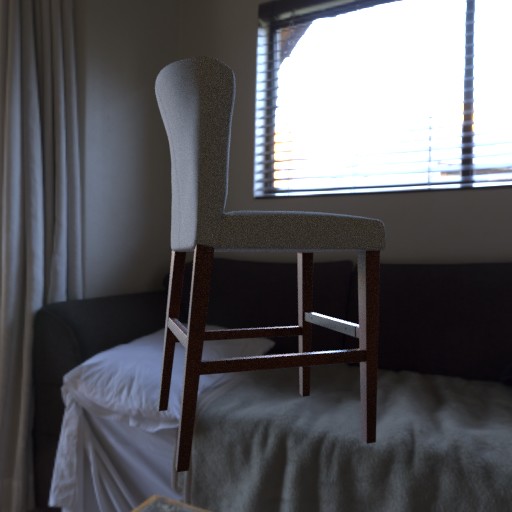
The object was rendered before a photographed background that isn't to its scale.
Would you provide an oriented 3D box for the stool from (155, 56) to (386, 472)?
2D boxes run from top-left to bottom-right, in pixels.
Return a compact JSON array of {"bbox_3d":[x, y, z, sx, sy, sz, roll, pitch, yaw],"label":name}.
[{"bbox_3d":[0.000,0.000,1.277,0.568,0.968,0.479,0,0,-18],"label":"stool"}]
